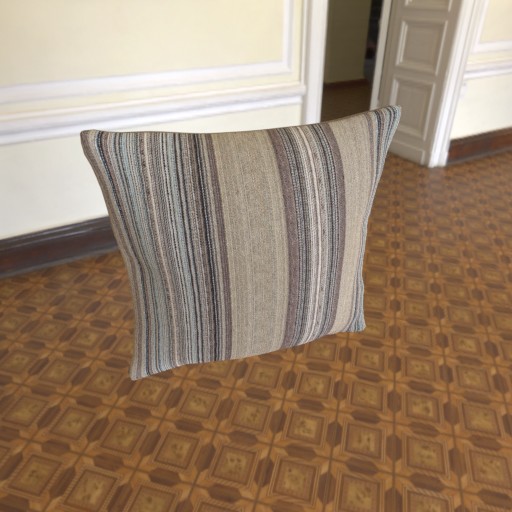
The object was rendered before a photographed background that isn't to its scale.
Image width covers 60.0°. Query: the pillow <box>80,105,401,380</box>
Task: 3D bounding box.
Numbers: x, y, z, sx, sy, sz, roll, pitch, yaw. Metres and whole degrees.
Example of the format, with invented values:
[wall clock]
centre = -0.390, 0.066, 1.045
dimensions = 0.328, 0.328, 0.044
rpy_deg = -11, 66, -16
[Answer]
[pillow]
centre = 0.000, 0.000, 0.674
dimensions = 0.435, 0.416, 0.189
rpy_deg = -9, 33, -14
